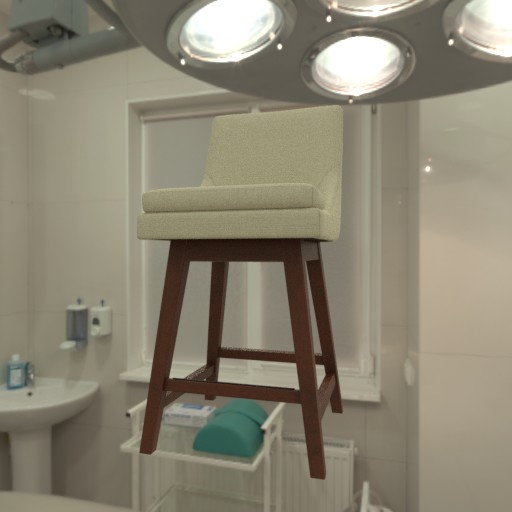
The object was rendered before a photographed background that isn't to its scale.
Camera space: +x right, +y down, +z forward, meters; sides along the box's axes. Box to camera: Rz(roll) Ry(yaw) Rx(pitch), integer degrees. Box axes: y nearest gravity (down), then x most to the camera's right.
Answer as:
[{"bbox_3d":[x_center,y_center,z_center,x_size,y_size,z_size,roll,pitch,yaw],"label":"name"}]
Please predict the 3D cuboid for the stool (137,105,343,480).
[{"bbox_3d":[0.000,0.000,1.293,0.469,0.991,0.559,0,1,16],"label":"stool"}]
